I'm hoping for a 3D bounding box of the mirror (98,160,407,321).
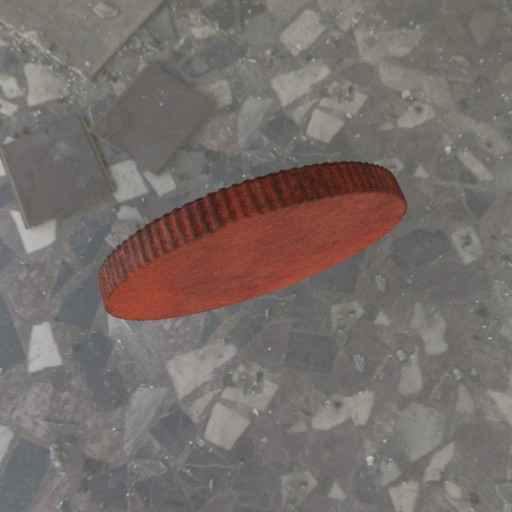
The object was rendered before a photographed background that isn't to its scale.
[{"bbox_3d":[0.000,0.000,0.899,0.609,0.609,0.056,-18,75,-5],"label":"mirror"}]
